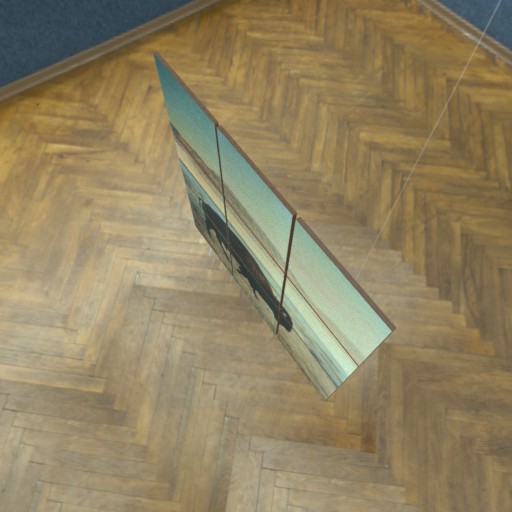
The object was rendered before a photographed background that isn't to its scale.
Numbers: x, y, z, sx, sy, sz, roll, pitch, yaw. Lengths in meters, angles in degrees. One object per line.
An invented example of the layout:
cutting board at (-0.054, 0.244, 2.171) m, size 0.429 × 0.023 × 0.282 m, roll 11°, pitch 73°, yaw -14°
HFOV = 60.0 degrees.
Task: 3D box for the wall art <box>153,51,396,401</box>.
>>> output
wall art at (0.000, 0.000, 1.394) m, size 0.018 × 0.904 × 0.906 m, roll -32°, pitch 68°, yaw -15°
